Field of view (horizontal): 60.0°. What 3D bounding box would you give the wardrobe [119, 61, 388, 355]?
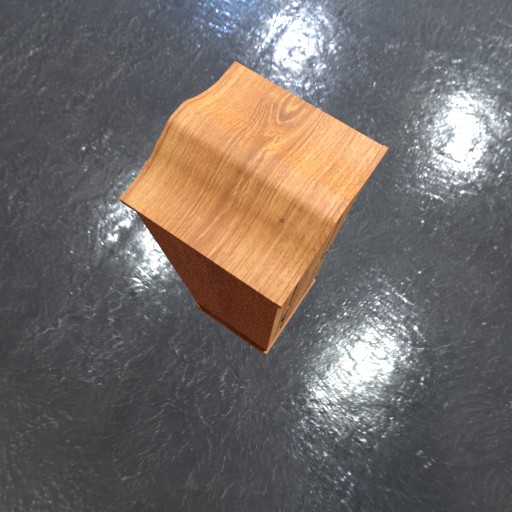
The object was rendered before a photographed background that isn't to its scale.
[{"bbox_3d":[0.000,0.000,2.136,0.570,1.870,0.590,33,76,9],"label":"wardrobe"}]
